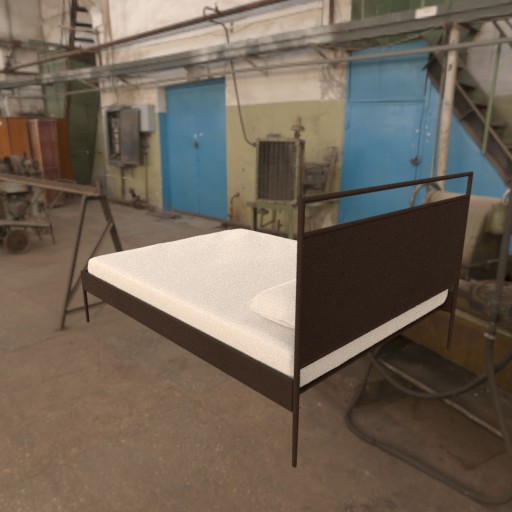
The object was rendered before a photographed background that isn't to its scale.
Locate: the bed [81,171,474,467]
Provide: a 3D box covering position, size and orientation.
[{"bbox_3d":[0.000,0.000,3.016,1.572,1.173,2.122,-15,21,-42],"label":"bed"}]
